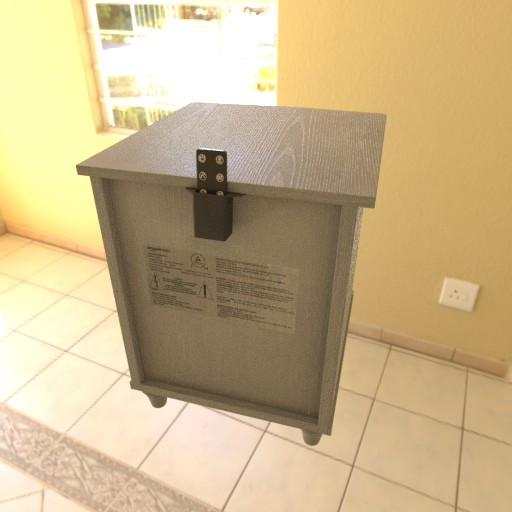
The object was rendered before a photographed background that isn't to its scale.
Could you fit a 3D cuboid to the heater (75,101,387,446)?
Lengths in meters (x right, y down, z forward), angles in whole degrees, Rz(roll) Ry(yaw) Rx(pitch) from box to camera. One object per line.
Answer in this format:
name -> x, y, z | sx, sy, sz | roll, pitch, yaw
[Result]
heater -> 0.000, 0.000, 0.757 | 0.362, 0.481, 0.400 | 8, 32, 14
